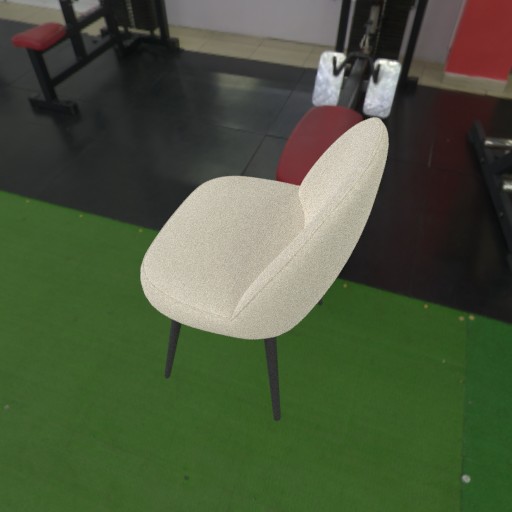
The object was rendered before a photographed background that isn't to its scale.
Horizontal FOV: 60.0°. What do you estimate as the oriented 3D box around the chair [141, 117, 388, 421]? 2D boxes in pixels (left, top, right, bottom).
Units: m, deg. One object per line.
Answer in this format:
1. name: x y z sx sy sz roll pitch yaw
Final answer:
1. chair: 0.000 0.000 1.204 0.540 0.838 0.532 16 50 15
